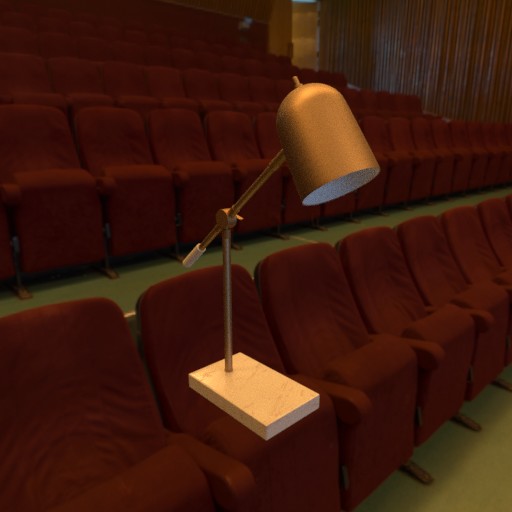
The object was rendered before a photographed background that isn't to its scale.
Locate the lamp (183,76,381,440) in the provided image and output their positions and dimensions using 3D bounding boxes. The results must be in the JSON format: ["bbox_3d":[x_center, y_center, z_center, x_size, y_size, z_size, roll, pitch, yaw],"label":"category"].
[{"bbox_3d":[0.000,0.000,0.819,0.144,0.603,0.471,-14,20,-41],"label":"lamp"}]
